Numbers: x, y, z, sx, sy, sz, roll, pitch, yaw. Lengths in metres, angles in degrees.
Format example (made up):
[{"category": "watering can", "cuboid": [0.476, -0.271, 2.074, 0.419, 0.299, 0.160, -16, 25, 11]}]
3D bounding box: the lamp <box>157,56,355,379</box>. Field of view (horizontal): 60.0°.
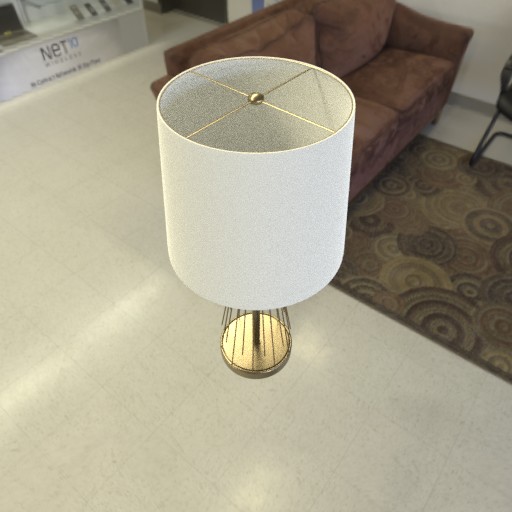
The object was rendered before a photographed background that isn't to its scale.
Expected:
[{"category": "lamp", "cuboid": [0.000, 0.000, 0.802, 0.303, 0.618, 0.303, 0, 47, 0]}]
